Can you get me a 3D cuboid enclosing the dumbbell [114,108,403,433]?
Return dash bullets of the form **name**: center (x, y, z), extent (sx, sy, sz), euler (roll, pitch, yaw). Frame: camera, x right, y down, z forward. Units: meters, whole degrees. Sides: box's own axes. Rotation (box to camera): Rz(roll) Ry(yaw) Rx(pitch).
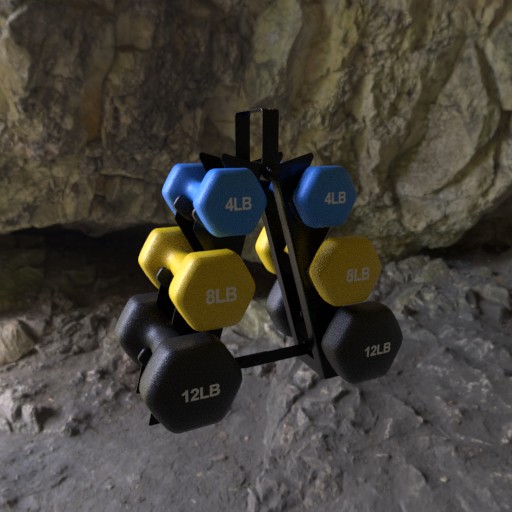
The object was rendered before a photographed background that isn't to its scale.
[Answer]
- **dumbbell**: center (0.000, 0.000, 0.680), extent (0.409, 0.426, 0.255), euler (-7, 16, -25)
